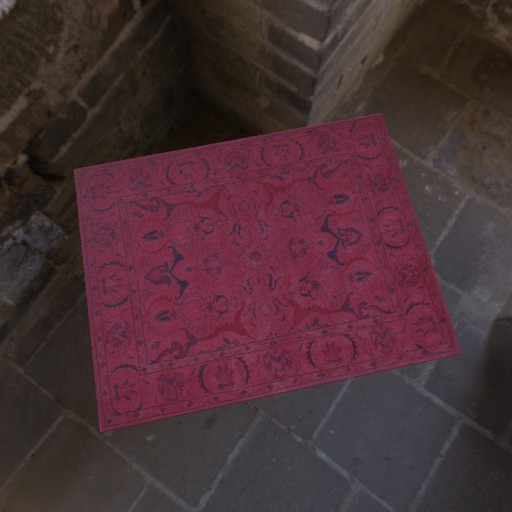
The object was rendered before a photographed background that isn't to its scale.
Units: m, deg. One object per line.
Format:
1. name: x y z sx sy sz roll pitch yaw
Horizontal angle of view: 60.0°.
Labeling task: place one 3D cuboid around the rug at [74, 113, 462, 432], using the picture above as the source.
1. rug: 0.000 0.000 3.827 2.929 0.012 2.300 -11 74 -3
